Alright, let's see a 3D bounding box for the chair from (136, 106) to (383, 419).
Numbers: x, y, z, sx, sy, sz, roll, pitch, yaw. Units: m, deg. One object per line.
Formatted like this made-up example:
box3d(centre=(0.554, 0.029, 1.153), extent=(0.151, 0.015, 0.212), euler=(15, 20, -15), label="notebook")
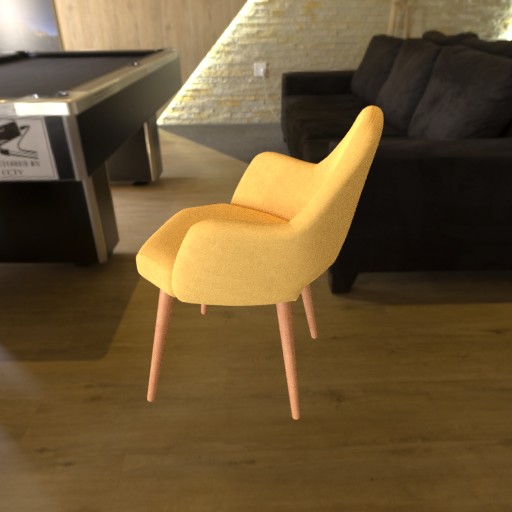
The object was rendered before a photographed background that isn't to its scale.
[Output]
box3d(centre=(0.000, 0.000, 1.287), extent=(0.610, 0.840, 0.590), euler=(7, 30, 13), label="chair")
